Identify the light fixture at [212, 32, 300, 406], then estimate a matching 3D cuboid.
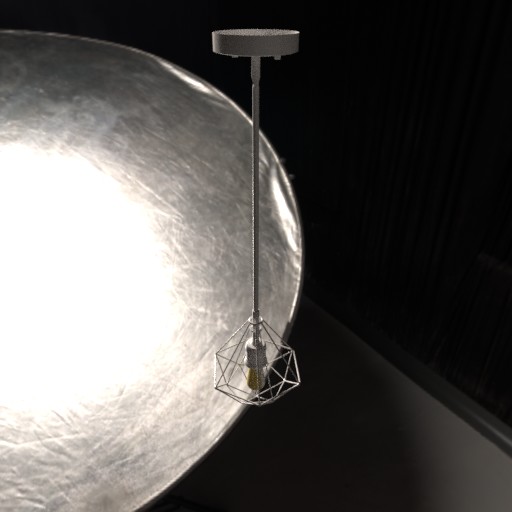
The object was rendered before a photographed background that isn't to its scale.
[{"bbox_3d":[0.000,0.000,1.953,0.487,1.764,0.431,-19,35,-29],"label":"light fixture"}]
